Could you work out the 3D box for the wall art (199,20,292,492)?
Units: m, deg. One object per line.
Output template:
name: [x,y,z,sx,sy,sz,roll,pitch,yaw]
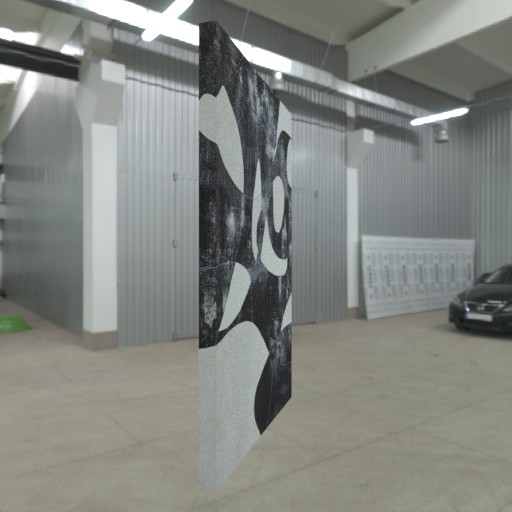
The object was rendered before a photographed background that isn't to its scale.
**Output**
wall art: [0.000,0.000,1.154,0.041,0.915,0.610,0,0,18]
